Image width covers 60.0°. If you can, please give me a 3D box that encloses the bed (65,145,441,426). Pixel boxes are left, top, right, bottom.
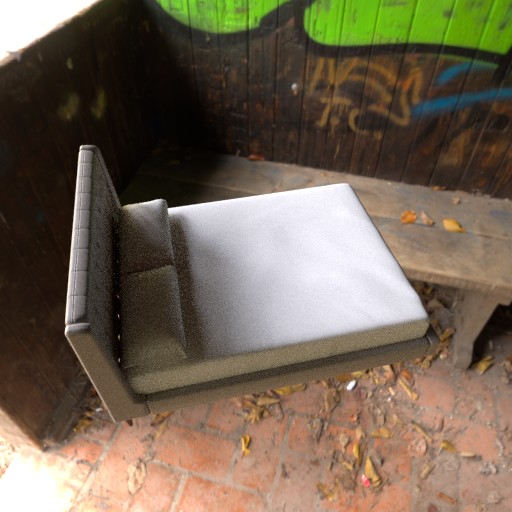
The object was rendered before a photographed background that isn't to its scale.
[{"bbox_3d":[0.000,0.000,3.214,2.232,1.147,1.656,-9,47,-9],"label":"bed"}]
